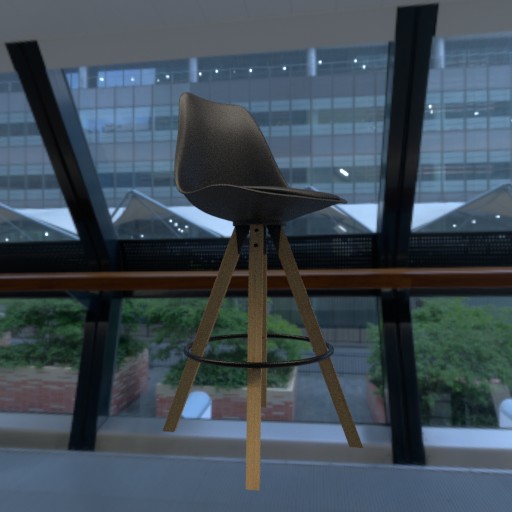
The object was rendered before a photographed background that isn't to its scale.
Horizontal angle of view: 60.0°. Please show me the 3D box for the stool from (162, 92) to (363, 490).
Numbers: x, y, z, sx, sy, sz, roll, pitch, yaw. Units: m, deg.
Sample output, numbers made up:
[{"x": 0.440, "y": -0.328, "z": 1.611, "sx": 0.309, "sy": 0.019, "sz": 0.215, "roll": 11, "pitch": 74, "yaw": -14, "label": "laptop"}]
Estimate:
[{"x": 0.000, "y": 0.000, "z": 1.373, "sx": 0.485, "sy": 1.115, "sz": 0.550, "roll": 0, "pitch": 0, "yaw": -38, "label": "stool"}]
